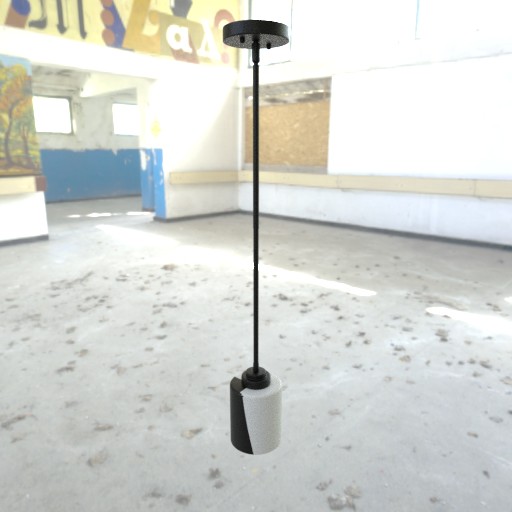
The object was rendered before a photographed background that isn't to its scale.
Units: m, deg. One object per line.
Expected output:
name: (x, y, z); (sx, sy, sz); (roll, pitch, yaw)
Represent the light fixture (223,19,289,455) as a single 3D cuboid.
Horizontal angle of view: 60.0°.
light fixture: (0.000, 0.000, 0.920); (0.123, 0.863, 0.123); (13, 18, 42)
